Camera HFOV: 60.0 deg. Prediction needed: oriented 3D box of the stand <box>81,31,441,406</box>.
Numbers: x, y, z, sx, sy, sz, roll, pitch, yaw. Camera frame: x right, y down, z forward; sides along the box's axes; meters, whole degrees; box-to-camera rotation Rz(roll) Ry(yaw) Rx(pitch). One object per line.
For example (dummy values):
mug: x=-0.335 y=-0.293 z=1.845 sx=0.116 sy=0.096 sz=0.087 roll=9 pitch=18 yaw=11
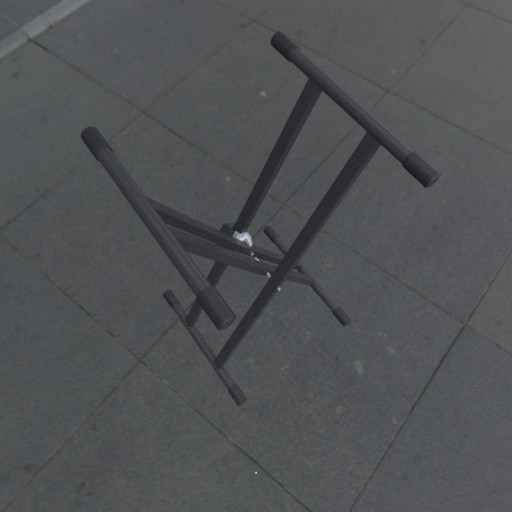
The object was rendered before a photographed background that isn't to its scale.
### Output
stand: x=0.000 y=0.000 z=1.237 sx=0.503 sy=0.900 sz=0.495 roll=-33 pitch=68 yaw=-15
